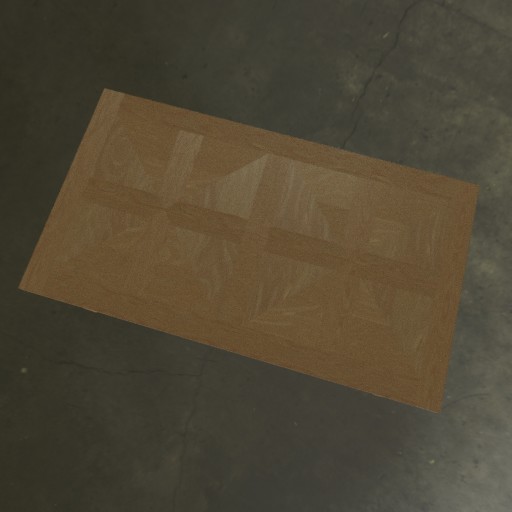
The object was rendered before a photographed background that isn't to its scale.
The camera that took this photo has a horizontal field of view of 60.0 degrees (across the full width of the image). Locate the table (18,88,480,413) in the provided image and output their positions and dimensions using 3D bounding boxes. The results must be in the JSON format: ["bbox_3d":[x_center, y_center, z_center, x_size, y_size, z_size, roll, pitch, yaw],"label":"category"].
[{"bbox_3d":[0.000,0.000,1.606,1.270,0.507,0.711,16,76,4],"label":"table"}]
